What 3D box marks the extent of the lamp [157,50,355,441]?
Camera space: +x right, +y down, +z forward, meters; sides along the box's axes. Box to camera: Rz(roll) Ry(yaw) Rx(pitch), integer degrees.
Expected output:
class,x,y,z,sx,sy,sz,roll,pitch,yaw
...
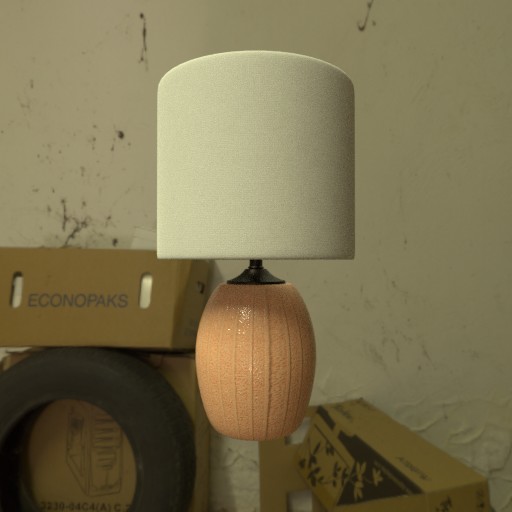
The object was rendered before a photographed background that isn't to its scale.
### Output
class,x,y,z,sx,sy,sz,roll,pitch,yaw
lamp,0.000,0.000,0.754,0.329,0.570,0.329,0,-1,0
